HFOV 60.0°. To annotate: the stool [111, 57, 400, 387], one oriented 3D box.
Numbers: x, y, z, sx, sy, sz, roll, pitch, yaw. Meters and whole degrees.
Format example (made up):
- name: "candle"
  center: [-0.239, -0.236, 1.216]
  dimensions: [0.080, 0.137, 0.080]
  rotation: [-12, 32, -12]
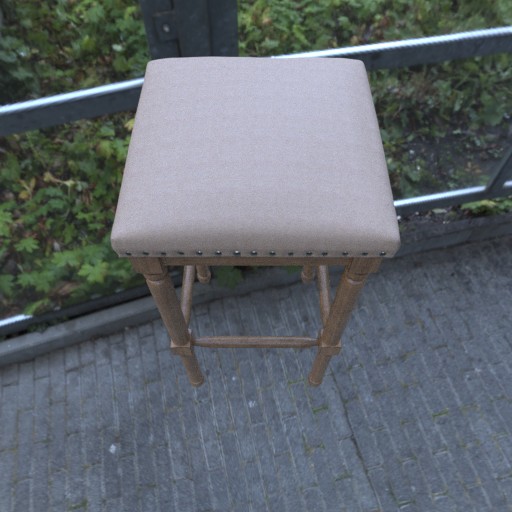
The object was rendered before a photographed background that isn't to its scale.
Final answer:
- name: "stool"
  center: [0.000, 0.000, 0.952]
  dimensions: [0.382, 0.768, 0.383]
  rotation: [0, 58, 0]
